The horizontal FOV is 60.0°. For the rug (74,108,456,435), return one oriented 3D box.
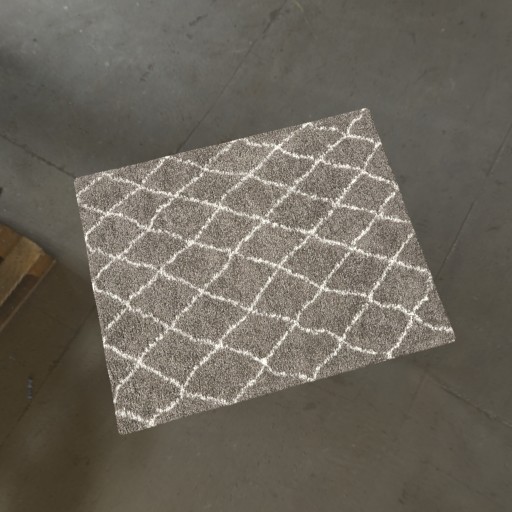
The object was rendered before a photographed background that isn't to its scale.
[{"bbox_3d":[0.000,0.000,4.147,3.047,0.029,2.438,-15,76,-4],"label":"rug"}]
